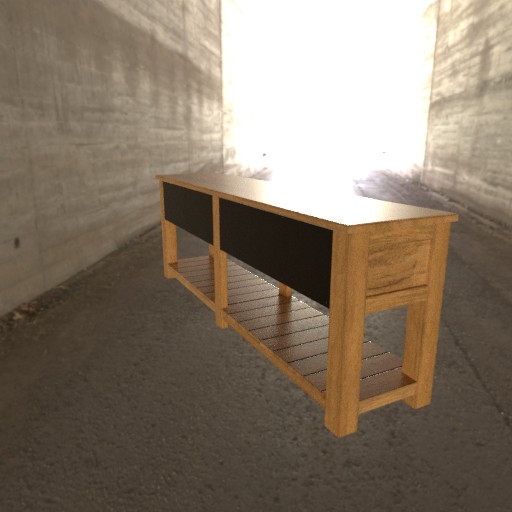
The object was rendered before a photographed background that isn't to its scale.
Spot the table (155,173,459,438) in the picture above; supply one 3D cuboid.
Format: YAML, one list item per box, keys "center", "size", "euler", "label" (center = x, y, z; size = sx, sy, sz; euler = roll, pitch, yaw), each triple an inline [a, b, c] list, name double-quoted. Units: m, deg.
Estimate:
- center: [0.000, 0.000, 2.066]
  size: [0.425, 0.635, 1.815]
  euler: [-8, 17, -26]
  label: "table"
